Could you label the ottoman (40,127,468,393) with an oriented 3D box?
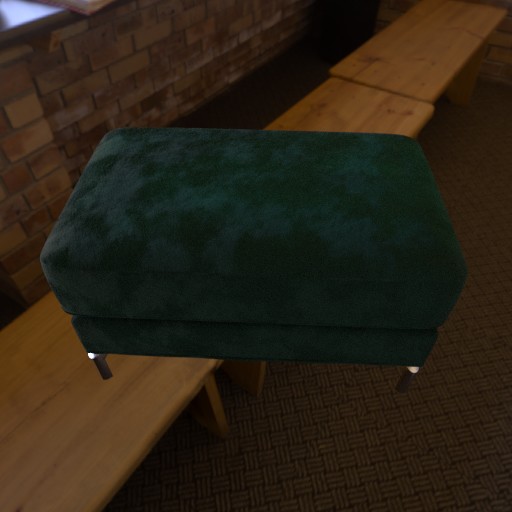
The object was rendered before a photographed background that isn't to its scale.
[{"bbox_3d":[0.000,0.000,1.219,0.886,0.533,0.536,2,47,2],"label":"ottoman"}]
